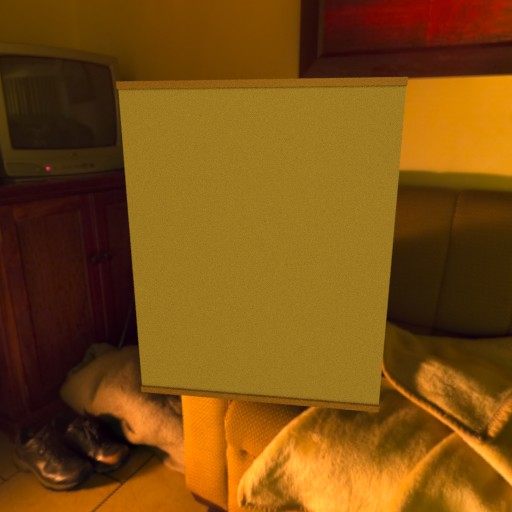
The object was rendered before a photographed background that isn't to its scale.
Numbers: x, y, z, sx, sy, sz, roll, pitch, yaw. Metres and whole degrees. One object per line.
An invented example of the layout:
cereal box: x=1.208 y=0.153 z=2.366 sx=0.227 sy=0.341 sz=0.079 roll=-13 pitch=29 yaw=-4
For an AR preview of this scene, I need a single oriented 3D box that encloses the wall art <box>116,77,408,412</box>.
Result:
wall art: x=0.000 y=0.000 z=0.685 sx=0.405 sy=0.508 sz=0.012 roll=2 pitch=16 yaw=8
